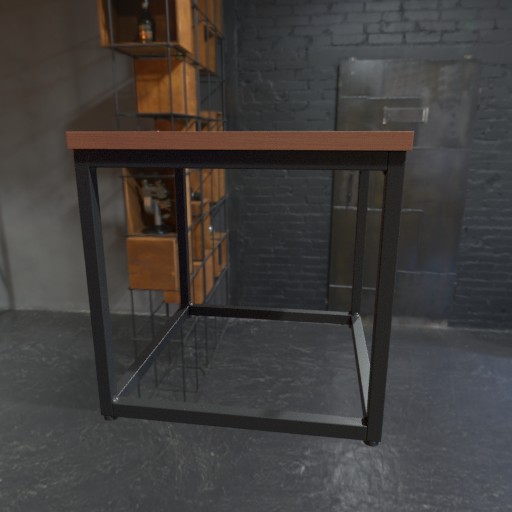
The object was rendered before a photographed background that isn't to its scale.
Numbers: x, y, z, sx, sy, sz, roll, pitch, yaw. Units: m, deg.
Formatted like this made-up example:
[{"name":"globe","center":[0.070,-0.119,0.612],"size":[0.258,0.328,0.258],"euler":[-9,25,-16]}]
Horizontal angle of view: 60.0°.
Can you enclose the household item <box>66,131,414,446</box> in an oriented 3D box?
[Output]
[{"name":"household item","center":[0.000,0.000,0.744],"size":[0.400,0.400,0.400],"euler":[2,16,8]}]
